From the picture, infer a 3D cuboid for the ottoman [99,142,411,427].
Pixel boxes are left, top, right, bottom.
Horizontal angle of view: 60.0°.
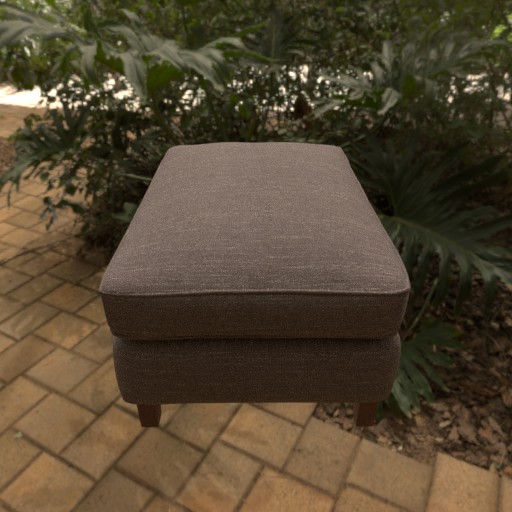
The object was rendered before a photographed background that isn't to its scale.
[{"bbox_3d":[0.000,0.000,0.997,0.508,0.406,0.686,0,32,0],"label":"ottoman"}]
